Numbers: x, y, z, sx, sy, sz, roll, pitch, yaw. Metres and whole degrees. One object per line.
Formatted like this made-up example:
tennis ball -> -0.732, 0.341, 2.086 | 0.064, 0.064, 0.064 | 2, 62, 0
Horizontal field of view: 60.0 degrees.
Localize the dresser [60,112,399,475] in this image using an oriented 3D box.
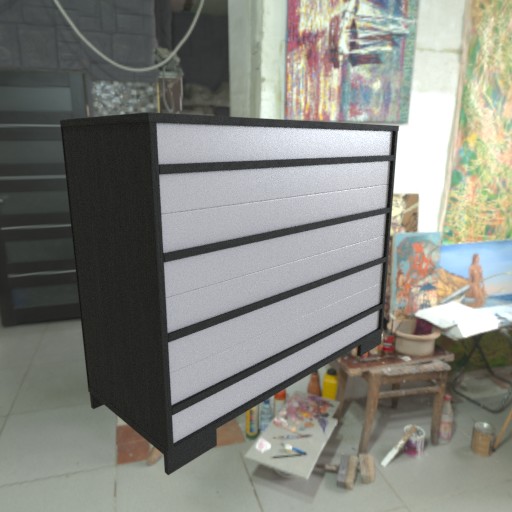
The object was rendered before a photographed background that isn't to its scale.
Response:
dresser -> 0.000, 0.000, 1.420 | 0.404, 0.816, 0.994 | 14, 20, 43
